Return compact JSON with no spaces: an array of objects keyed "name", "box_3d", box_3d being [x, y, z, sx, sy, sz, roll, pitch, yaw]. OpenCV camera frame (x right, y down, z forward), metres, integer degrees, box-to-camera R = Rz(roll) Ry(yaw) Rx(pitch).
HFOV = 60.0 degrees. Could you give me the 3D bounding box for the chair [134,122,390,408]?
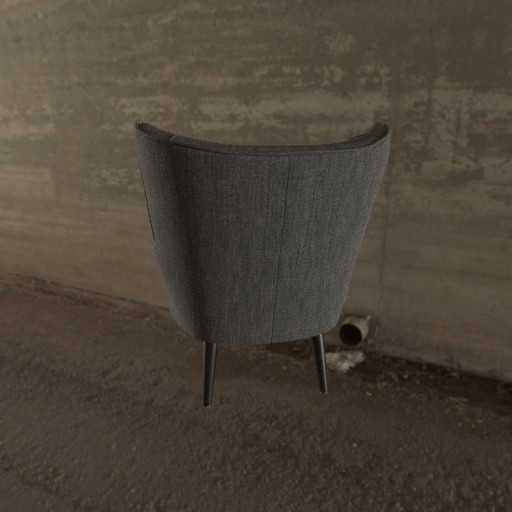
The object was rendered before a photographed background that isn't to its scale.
[{"name":"chair","box_3d":[0.000,0.000,1.629,0.781,0.933,0.888,-3,16,-11]}]
